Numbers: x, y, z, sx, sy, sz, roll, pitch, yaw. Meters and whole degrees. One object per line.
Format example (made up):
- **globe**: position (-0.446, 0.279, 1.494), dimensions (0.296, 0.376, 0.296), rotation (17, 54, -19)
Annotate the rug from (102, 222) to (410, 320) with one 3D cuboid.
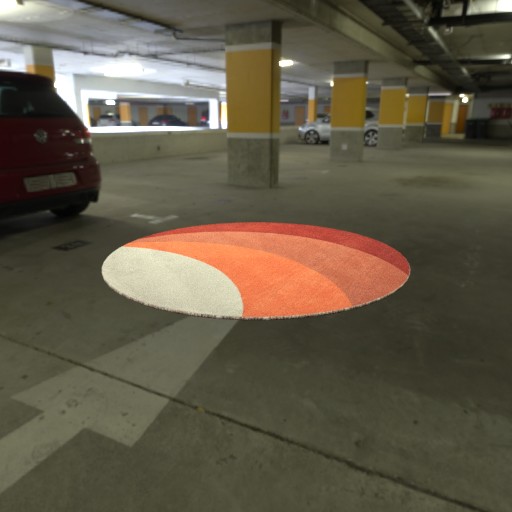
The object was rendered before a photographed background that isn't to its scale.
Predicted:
- **rug**: position (0.000, 0.000, 2.290), dimensions (1.514, 0.015, 1.514), rotation (0, 17, 0)
